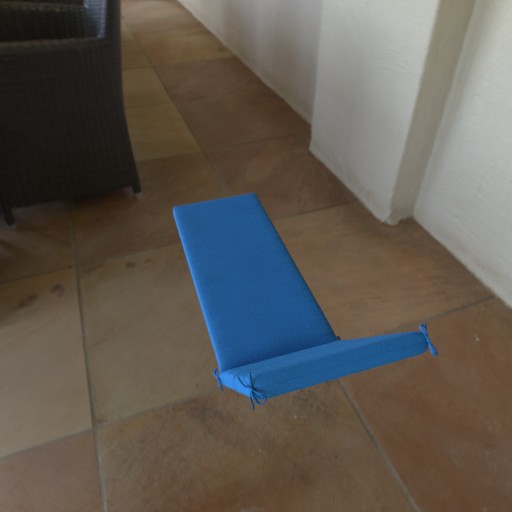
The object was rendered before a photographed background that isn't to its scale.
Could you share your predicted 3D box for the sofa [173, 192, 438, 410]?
[{"bbox_3d":[0.000,0.000,1.930,0.582,0.622,1.663,-12,43,-13],"label":"sofa"}]
